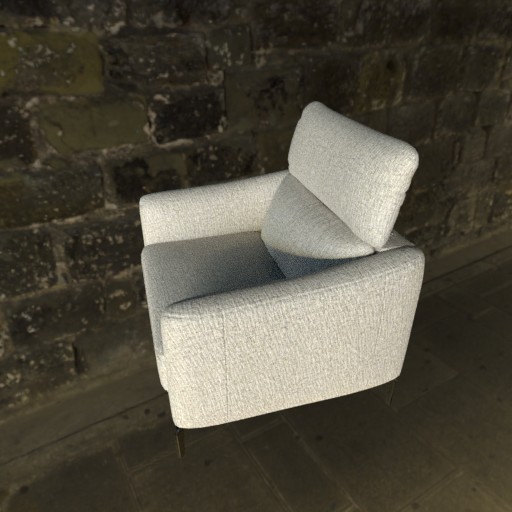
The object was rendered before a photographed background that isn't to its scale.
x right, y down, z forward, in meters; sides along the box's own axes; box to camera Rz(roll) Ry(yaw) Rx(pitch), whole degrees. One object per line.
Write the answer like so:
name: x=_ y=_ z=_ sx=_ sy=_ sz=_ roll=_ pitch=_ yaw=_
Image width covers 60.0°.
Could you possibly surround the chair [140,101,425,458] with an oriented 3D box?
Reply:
chair: x=0.000 y=0.000 z=1.676 sx=0.835 sy=0.967 sz=0.972 roll=-8 pitch=31 yaw=-14
